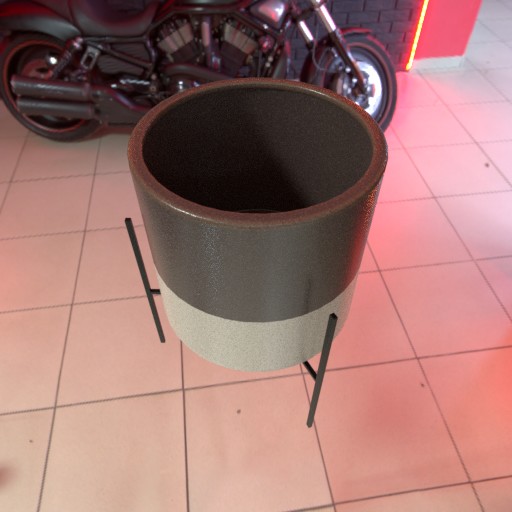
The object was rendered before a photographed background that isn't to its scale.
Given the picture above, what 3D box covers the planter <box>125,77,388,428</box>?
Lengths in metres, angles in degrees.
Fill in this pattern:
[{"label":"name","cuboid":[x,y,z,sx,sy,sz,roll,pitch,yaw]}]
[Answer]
[{"label":"planter","cuboid":[0.000,0.000,0.539,0.250,0.353,0.260,19,50,16]}]
